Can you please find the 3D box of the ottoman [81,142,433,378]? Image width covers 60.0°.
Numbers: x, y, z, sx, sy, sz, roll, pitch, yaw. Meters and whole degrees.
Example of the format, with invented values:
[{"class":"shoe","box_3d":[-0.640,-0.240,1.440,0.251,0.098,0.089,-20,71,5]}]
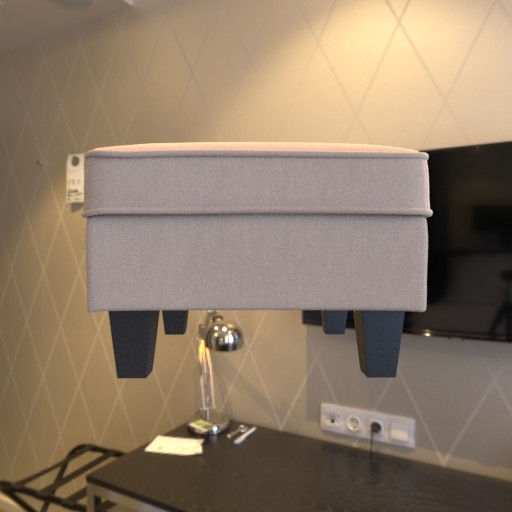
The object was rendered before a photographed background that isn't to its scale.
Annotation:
[{"class":"ottoman","box_3d":[0.000,0.000,1.039,0.613,0.438,0.616,0,0,-1]}]
